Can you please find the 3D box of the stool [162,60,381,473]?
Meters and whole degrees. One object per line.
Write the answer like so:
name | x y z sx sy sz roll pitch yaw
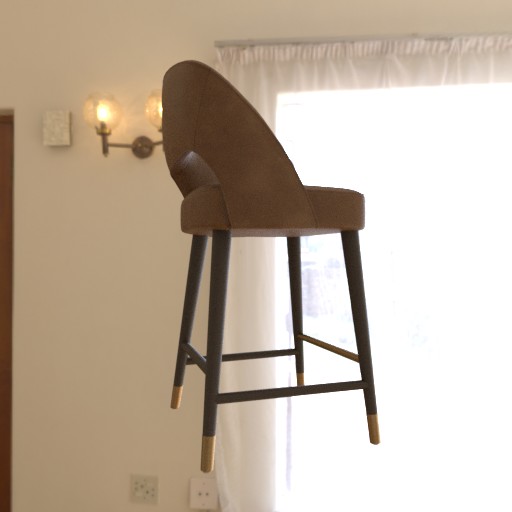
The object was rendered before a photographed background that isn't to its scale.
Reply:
stool | 0.000 0.000 1.232 0.509 0.940 0.494 0 0 -20
